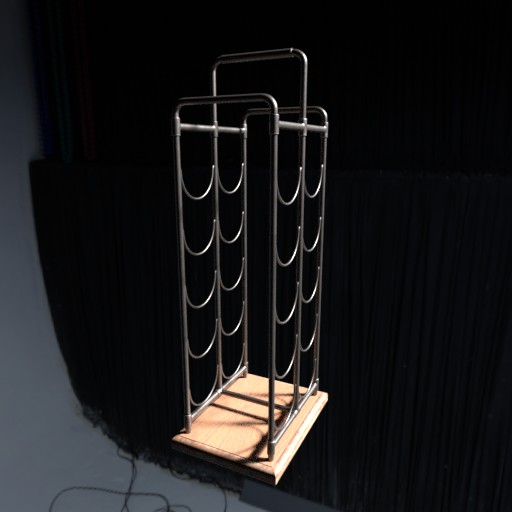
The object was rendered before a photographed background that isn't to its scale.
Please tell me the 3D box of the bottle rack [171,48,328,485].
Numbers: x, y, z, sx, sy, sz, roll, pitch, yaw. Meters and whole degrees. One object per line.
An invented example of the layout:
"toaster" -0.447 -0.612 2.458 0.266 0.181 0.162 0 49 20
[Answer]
"bottle rack" 0.000 0.000 0.798 0.208 0.680 0.276 7 15 26
